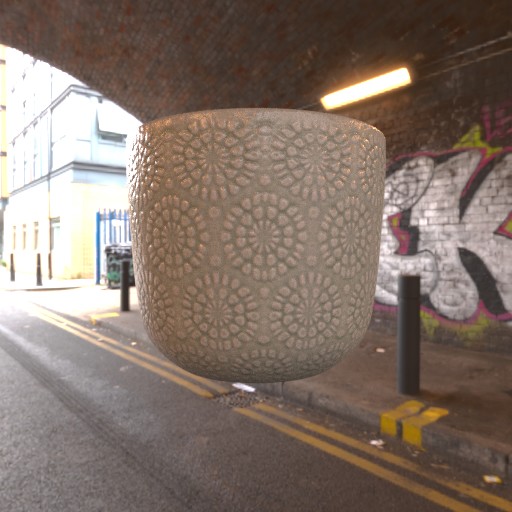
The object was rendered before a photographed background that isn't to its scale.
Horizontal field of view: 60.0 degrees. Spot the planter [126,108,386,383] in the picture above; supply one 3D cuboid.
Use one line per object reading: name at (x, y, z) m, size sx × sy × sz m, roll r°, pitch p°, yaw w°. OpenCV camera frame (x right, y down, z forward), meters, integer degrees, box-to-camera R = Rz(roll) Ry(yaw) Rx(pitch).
planter at (0.000, 0.000, 0.221) m, size 0.124 × 0.109 × 0.124 m, roll 0°, pitch 1°, yaw 0°
